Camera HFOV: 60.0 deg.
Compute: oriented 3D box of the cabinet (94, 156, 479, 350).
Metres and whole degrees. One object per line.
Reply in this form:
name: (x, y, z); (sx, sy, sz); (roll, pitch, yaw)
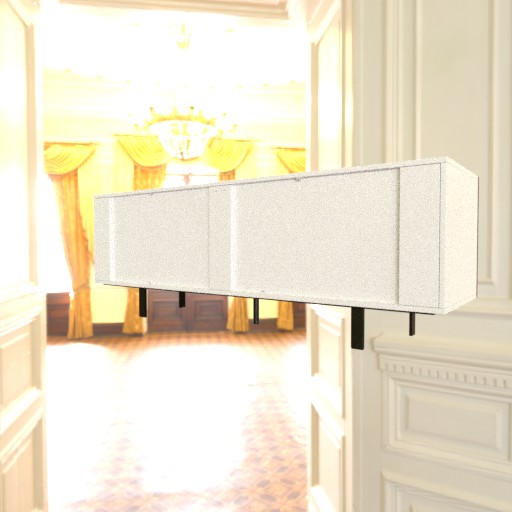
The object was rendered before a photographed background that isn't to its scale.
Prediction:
cabinet: (0.000, 0.000, 1.732); (1.499, 0.533, 0.431); (1, 2, 36)
